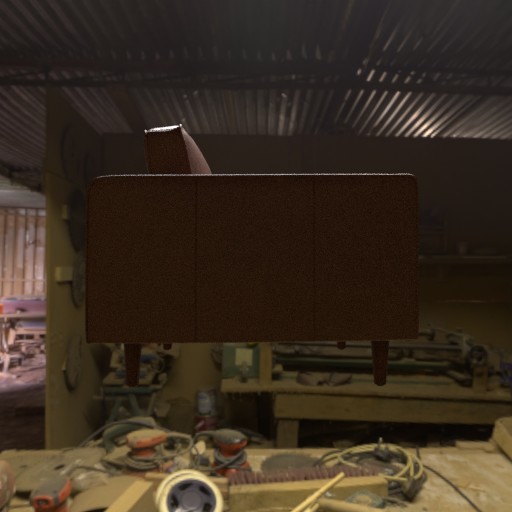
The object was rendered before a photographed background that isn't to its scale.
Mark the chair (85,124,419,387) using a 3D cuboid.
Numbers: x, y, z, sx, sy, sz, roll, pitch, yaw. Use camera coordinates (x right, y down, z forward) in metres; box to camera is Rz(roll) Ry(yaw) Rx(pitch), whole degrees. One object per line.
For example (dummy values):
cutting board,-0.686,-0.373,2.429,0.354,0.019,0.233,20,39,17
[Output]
chair,0.000,0.000,1.576,0.900,0.770,0.920,0,-1,-1
